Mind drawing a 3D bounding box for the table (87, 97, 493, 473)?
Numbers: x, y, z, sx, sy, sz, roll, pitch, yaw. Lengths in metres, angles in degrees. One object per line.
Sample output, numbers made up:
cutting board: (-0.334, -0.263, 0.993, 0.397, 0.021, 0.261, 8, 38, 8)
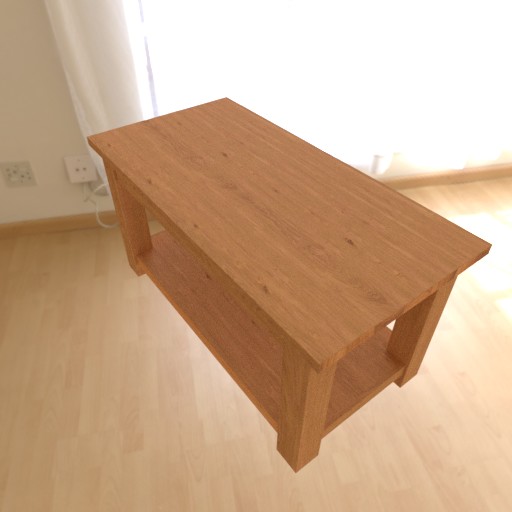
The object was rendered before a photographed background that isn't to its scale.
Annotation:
table: (0.000, 0.000, 1.159, 0.450, 0.452, 0.899, -27, 48, -27)
